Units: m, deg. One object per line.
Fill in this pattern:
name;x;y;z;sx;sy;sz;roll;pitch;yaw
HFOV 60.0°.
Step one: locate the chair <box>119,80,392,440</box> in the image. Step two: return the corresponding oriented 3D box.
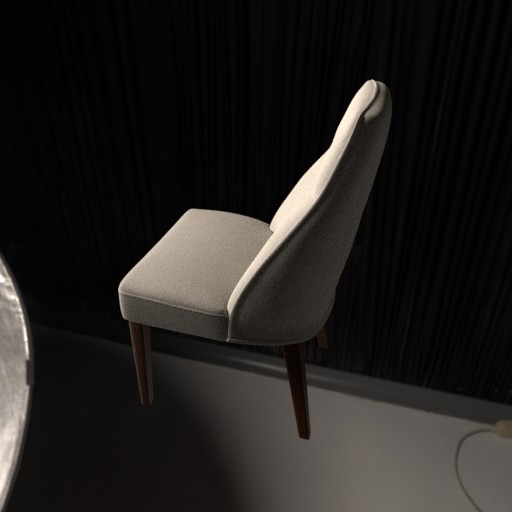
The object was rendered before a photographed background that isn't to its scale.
chair;0.000;0.000;1.265;0.620;0.930;0.500;8;32;13
